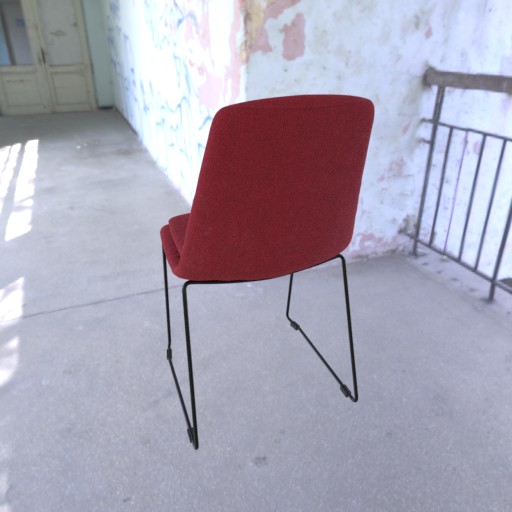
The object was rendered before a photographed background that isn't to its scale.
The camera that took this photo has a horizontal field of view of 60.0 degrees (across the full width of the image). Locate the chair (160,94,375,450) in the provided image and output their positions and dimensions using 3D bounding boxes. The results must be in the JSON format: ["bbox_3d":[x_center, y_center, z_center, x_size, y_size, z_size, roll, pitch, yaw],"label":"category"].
[{"bbox_3d":[0.000,0.000,1.160,0.479,0.858,0.518,-10,29,-18],"label":"chair"}]
